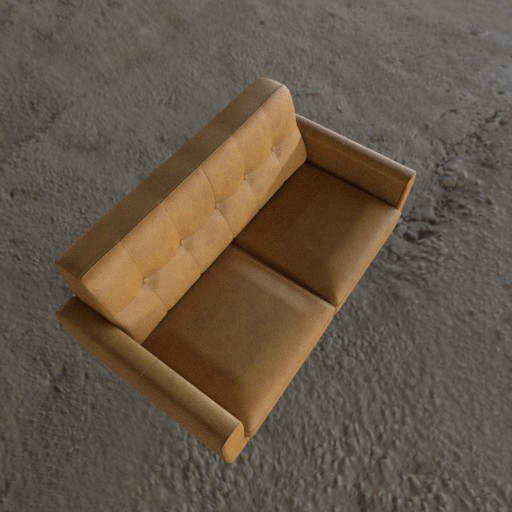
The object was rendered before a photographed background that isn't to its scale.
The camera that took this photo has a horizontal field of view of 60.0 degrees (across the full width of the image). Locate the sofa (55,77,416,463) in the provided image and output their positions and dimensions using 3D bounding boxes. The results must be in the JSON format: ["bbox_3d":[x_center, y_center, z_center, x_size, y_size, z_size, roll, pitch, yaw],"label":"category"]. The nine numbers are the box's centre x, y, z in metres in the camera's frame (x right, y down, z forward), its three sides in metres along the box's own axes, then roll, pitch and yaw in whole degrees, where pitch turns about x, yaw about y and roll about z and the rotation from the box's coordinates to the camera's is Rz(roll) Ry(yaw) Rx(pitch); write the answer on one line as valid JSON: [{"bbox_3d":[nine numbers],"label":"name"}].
[{"bbox_3d":[0.000,0.000,2.224,0.952,0.925,1.651,31,63,18],"label":"sofa"}]
